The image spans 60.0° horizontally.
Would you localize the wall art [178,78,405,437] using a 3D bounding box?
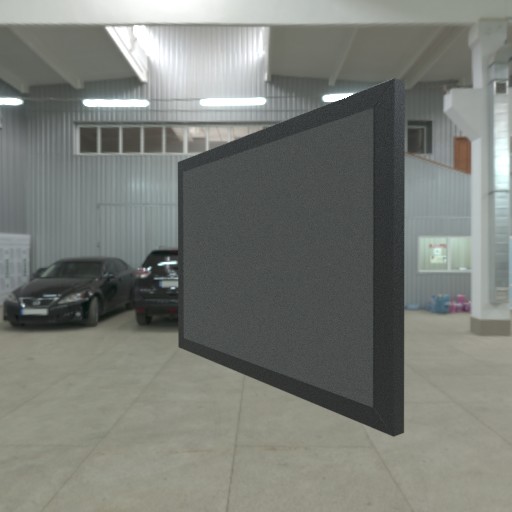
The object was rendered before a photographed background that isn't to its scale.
[{"bbox_3d":[0.000,0.000,0.559,0.016,0.306,0.432,0,1,-35],"label":"wall art"}]
